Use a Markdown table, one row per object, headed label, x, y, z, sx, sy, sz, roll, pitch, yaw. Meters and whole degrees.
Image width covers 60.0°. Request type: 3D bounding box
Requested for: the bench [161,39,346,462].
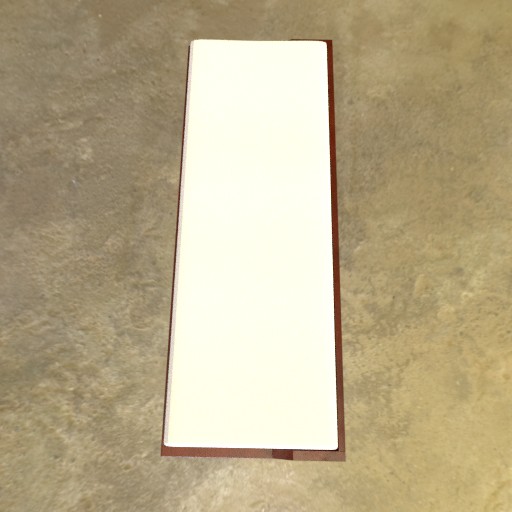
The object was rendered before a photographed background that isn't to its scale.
| label | x | y | z | sx | sy | sz | roll | pitch | yaw |
| --- | --- | --- | --- | --- | --- | --- | --- | --- | --- |
| bench | 0.000 | 0.000 | 1.275 | 0.369 | 0.646 | 0.987 | 1 | 75 | 0 |
